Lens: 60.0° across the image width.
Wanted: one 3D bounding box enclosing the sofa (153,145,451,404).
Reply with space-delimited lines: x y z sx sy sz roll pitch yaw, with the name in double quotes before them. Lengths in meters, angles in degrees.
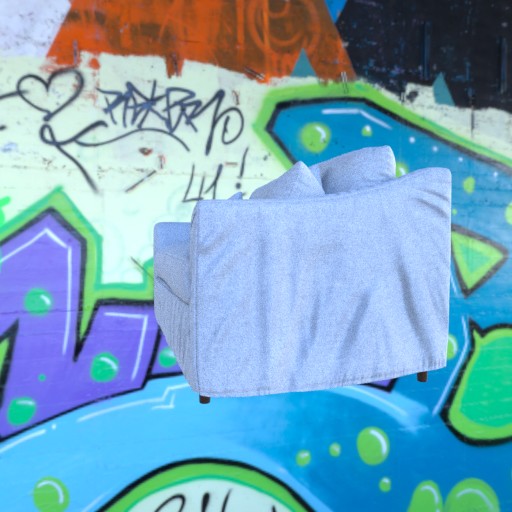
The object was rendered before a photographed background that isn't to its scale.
"sofa" 0.000 0.000 2.575 1.072 1.018 2.010 0 1 -17
